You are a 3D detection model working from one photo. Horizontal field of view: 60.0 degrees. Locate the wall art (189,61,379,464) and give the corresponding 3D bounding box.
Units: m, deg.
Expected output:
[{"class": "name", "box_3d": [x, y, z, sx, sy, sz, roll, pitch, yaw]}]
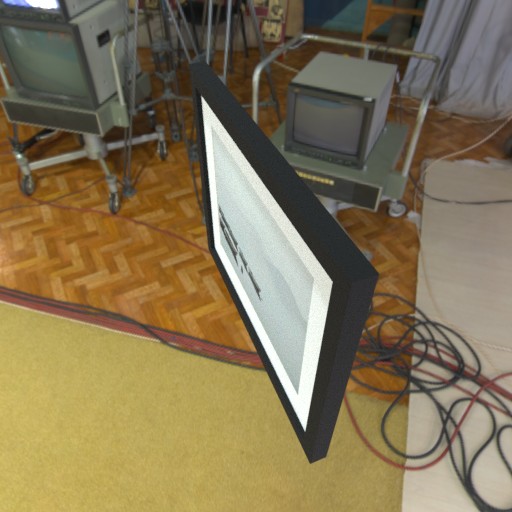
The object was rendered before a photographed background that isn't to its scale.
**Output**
[{"class": "wall art", "box_3d": [0.000, 0.000, 0.763, 0.030, 0.454, 0.554, -16, 47, -15]}]
